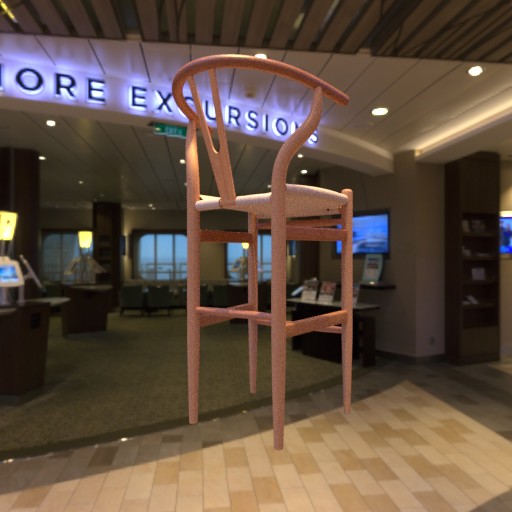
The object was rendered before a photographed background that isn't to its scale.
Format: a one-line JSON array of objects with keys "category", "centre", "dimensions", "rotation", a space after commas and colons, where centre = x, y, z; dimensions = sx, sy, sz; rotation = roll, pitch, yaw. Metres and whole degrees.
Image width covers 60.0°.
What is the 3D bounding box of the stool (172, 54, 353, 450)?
[{"category": "stool", "centre": [0.000, 0.000, 1.419], "dimensions": [0.574, 1.068, 0.561], "rotation": [0, 0, 36]}]
